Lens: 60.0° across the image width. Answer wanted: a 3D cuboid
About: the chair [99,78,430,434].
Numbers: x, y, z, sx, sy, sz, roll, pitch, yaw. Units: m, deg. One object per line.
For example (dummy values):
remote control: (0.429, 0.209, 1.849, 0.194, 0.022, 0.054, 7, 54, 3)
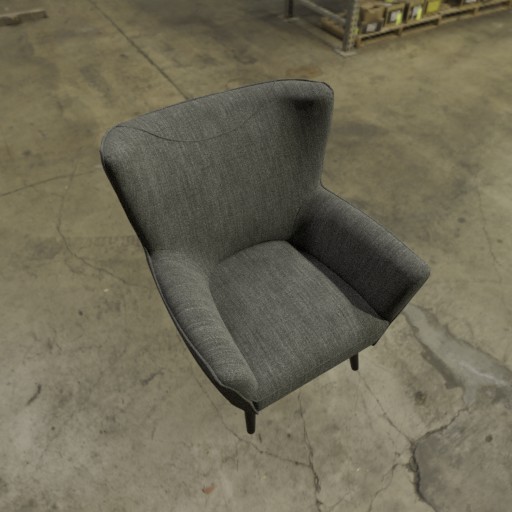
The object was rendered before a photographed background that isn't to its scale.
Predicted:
chair: (0.000, 0.000, 1.570, 0.781, 0.933, 0.888, -24, 51, -21)
